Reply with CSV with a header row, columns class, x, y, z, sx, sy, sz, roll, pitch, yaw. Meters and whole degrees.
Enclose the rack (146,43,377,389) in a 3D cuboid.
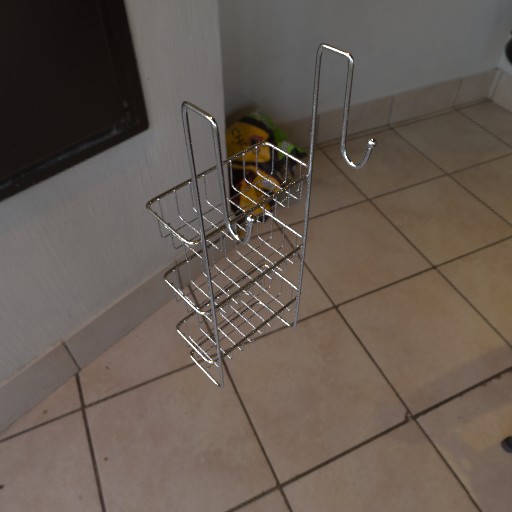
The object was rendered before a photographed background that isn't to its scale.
class,x,y,z,sx,sy,sz,roll,pitch,yaw
rack,0.000,0.000,0.666,0.228,0.574,0.202,-35,56,-28
